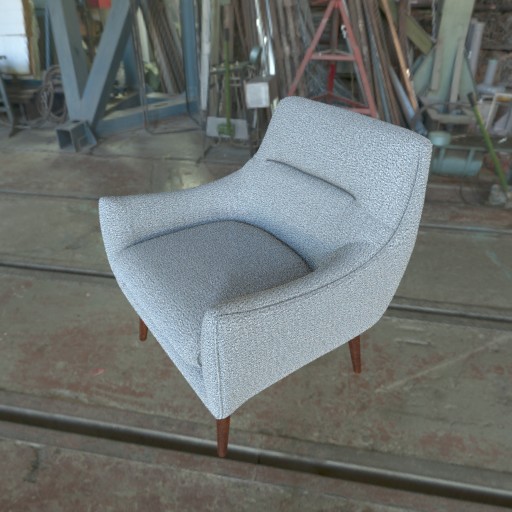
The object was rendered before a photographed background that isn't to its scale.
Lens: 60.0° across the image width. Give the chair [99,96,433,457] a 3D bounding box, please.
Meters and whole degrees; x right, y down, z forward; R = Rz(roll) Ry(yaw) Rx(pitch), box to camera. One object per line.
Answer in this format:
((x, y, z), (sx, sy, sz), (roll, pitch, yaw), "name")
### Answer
((0.000, 0.000, 1.441), (0.787, 0.838, 0.762), (-20, 38, -29), "chair")
